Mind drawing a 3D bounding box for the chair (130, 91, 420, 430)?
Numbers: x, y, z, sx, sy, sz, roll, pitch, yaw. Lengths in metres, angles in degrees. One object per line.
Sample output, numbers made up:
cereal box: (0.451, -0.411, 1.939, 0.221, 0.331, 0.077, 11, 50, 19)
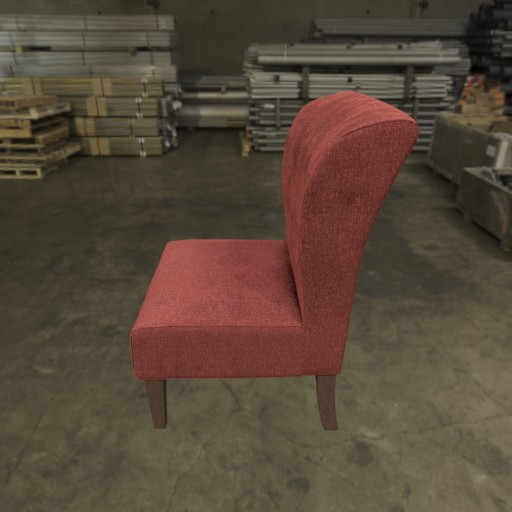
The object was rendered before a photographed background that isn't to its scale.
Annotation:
chair: (0.000, 0.000, 1.263, 0.640, 0.846, 0.538, 0, 26, 0)
